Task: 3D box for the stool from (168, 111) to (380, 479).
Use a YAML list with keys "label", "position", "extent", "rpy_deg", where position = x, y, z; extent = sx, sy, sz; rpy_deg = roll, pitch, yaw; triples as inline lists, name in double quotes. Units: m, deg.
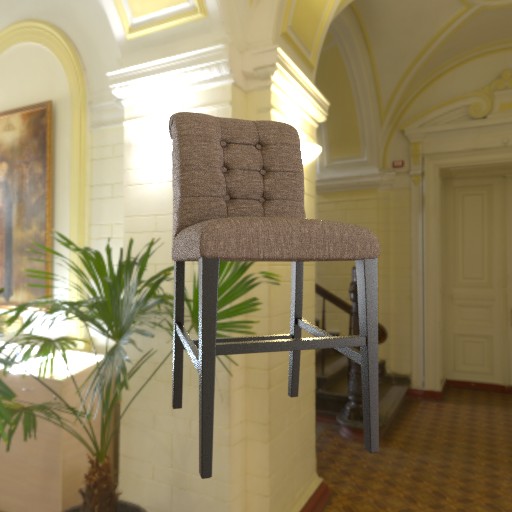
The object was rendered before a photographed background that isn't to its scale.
- label: "stool"
  position: [0.000, 0.000, 1.302]
  extent: [0.457, 0.970, 0.611]
  rpy_deg: [0, -1, -18]
